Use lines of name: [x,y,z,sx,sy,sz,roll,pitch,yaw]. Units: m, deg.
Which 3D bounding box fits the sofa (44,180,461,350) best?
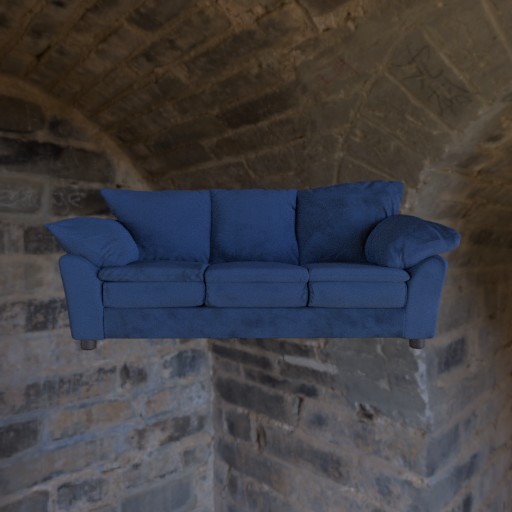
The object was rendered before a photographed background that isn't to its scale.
sofa: [0.000,0.000,2.927,2.390,1.091,0.907,0,0,-1]
